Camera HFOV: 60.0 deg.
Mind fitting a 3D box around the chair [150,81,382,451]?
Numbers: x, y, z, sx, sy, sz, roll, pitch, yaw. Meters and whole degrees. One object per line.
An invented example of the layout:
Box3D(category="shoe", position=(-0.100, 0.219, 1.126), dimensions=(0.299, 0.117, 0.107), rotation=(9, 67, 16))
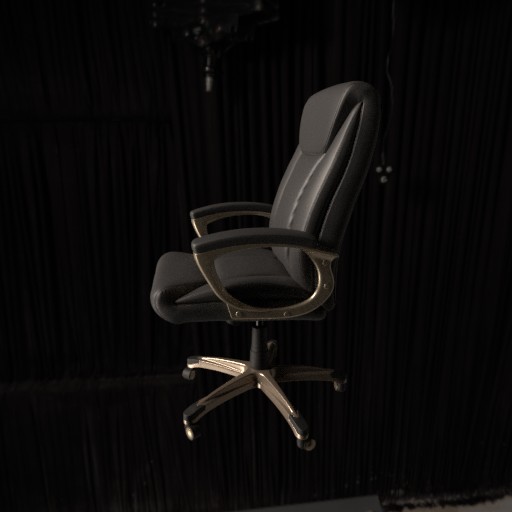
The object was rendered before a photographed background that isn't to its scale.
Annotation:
Box3D(category="chair", position=(0.000, 0.000, 1.639), dimensions=(0.748, 1.188, 0.694), rotation=(-2, 15, -8))
